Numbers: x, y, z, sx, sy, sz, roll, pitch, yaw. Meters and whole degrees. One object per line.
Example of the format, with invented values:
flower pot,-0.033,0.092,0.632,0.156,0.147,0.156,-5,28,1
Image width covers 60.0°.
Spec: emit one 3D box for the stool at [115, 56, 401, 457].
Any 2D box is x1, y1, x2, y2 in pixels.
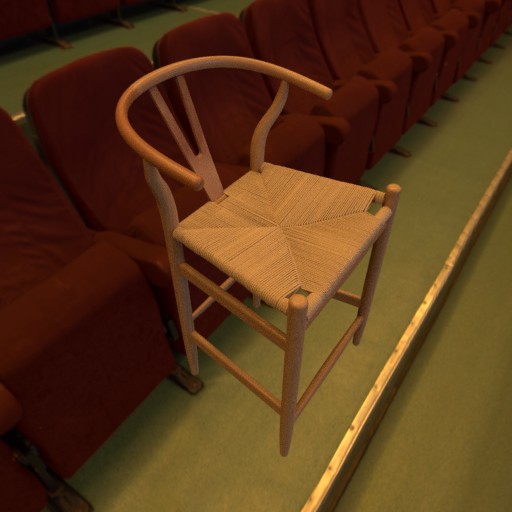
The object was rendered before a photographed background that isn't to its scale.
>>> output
stool,0.000,0.000,1.249,0.575,0.923,0.536,25,48,25
